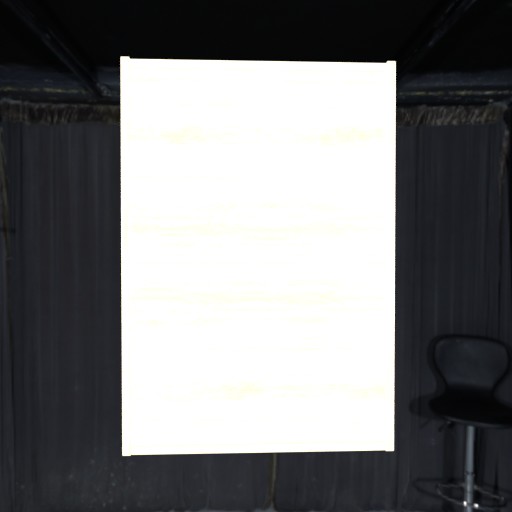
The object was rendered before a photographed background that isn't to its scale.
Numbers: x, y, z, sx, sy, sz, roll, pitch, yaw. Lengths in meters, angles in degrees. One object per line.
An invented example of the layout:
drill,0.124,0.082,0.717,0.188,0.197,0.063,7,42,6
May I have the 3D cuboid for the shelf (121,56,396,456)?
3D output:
shelf,0.000,0.000,0.809,0.414,0.592,0.290,0,1,-2
